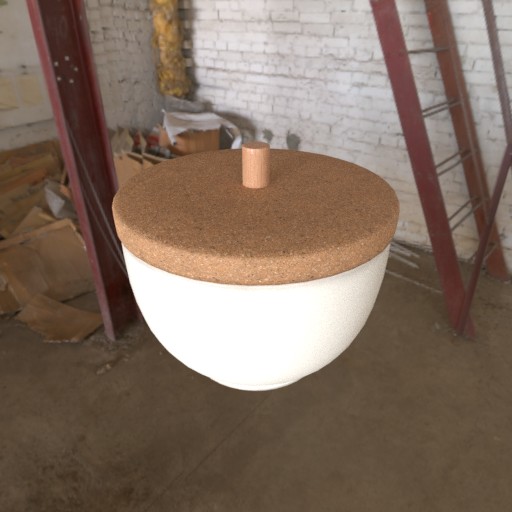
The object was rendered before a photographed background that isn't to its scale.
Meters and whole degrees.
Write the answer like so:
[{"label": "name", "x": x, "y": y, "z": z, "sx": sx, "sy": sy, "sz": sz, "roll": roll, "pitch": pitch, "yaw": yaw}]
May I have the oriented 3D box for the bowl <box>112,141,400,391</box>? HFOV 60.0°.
[{"label": "bowl", "x": 0.000, "y": 0.000, "z": 0.218, "sx": 0.126, "sy": 0.110, "sz": 0.126, "roll": 0, "pitch": 30, "yaw": 0}]
